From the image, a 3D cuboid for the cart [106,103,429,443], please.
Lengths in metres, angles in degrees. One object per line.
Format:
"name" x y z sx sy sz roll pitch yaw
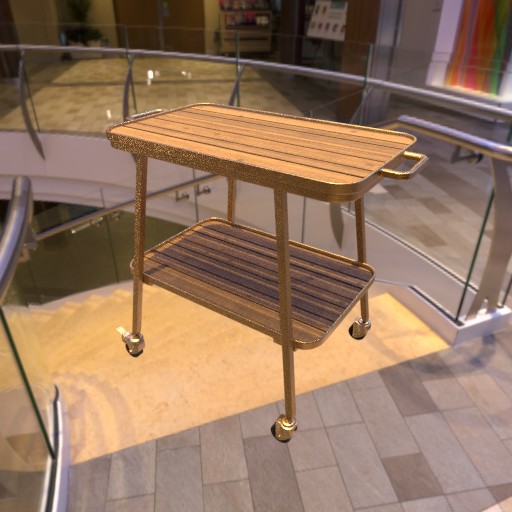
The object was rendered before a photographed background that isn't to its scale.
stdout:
"cart" 0.000 0.000 1.259 0.806 0.700 0.524 19 36 29
